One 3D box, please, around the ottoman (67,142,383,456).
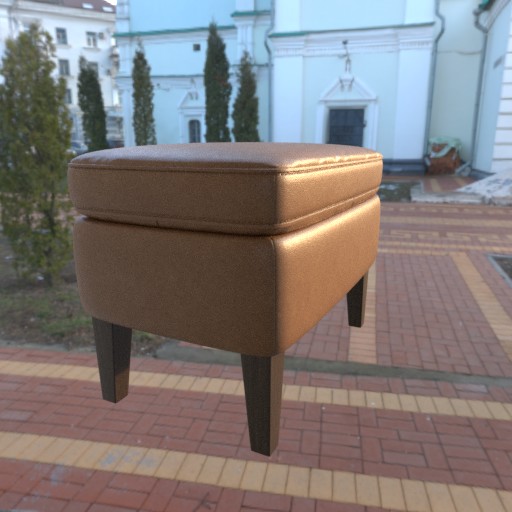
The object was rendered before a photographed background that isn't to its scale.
[{"bbox_3d":[0.000,0.000,0.966,0.420,0.480,0.670,7,16,26],"label":"ottoman"}]
